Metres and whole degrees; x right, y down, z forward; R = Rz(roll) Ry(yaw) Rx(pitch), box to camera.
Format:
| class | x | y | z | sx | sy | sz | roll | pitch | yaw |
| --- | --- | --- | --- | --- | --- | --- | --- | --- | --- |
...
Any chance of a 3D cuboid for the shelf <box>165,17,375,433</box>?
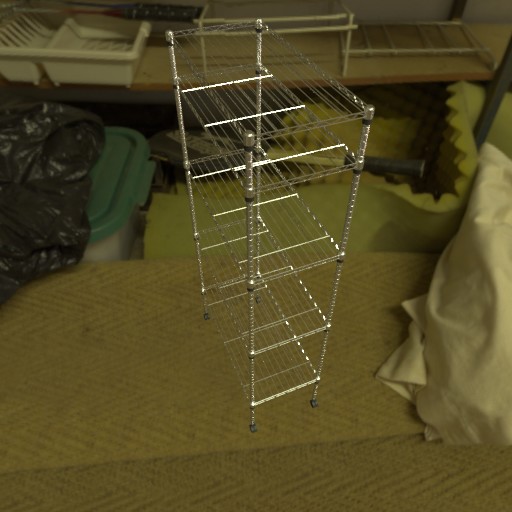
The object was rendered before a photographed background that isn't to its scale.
| class | x | y | z | sx | sy | sz | roll | pitch | yaw |
| --- | --- | --- | --- | --- | --- | --- | --- | --- | --- |
| shelf | 0.000 | 0.000 | 1.856 | 0.356 | 1.587 | 0.762 | -16 | 48 | -16 |
